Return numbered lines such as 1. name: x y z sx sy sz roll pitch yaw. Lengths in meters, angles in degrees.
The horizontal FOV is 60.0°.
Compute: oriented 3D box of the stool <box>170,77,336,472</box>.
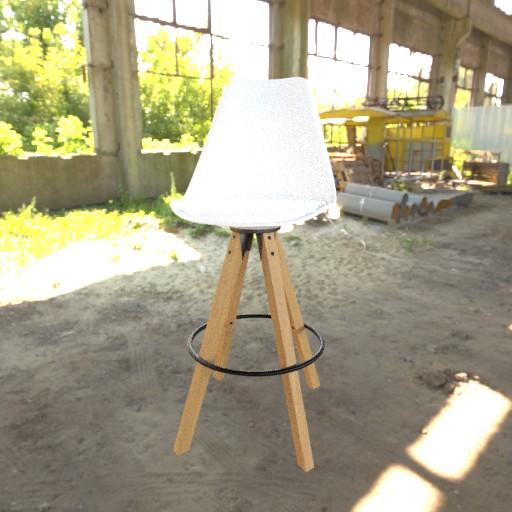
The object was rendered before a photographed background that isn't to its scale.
1. stool: 0.000 0.000 1.394 0.482 1.115 0.549 3 15 10
